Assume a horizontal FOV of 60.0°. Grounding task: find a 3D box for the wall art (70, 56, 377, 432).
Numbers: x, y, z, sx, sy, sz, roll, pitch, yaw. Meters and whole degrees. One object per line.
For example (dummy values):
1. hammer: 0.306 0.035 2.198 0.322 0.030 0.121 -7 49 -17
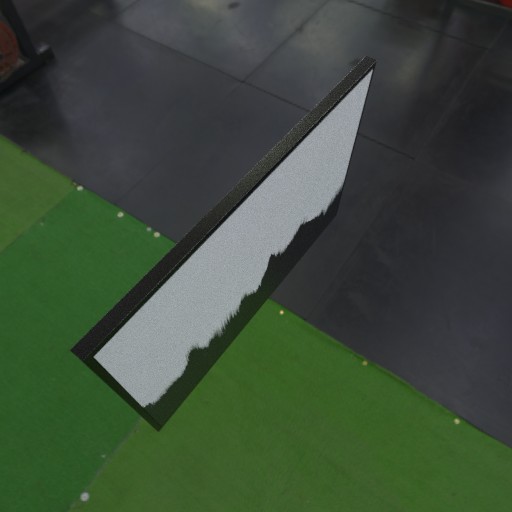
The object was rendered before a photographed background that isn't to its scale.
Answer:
1. wall art: 0.000 0.000 0.816 0.022 0.446 0.659 33 64 18
